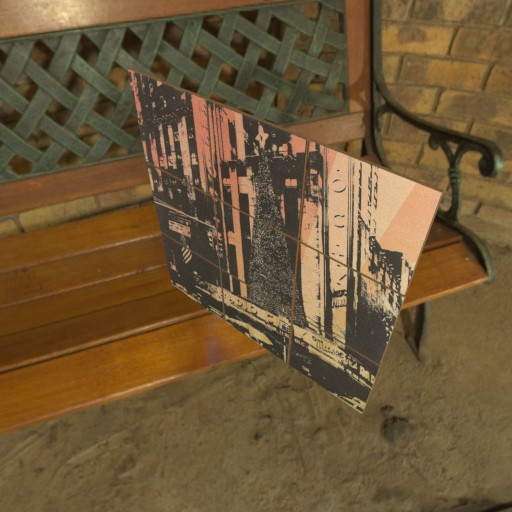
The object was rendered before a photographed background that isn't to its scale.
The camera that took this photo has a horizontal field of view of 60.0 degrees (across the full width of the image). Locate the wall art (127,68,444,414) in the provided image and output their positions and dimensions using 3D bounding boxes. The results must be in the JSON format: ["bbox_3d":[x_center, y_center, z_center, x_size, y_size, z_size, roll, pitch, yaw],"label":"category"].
[{"bbox_3d":[0.000,0.000,1.368,0.919,0.917,0.010,30,52,26],"label":"wall art"}]
